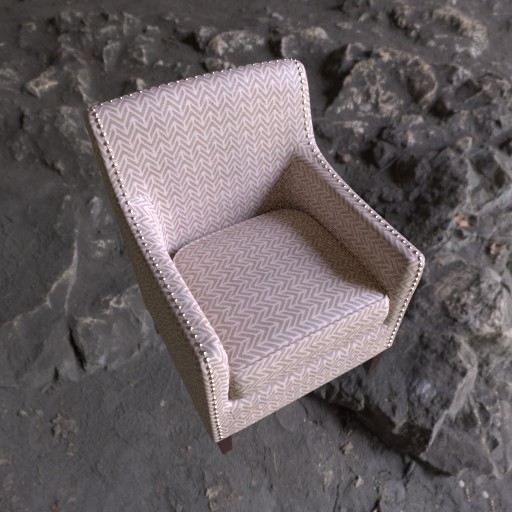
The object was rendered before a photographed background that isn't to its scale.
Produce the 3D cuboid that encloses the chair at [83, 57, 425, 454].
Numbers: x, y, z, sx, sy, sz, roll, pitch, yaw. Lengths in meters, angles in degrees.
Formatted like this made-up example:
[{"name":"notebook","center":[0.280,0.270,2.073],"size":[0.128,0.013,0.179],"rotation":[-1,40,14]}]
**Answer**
[{"name":"chair","center":[0.000,0.000,1.267],"size":[0.623,0.816,0.651],"rotation":[-22,51,-20]}]
